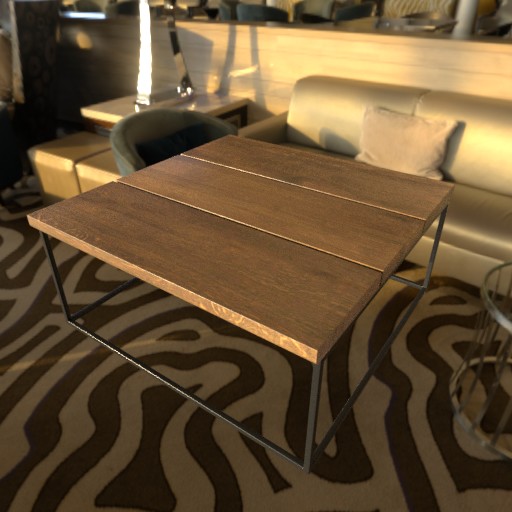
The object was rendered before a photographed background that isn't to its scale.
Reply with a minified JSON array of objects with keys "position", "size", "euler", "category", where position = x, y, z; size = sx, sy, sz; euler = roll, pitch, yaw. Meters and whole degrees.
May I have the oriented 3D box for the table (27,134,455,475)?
[{"position":[0.000,0.000,1.410],"size":[0.900,0.400,0.900],"euler":[21,38,29],"category":"table"}]
